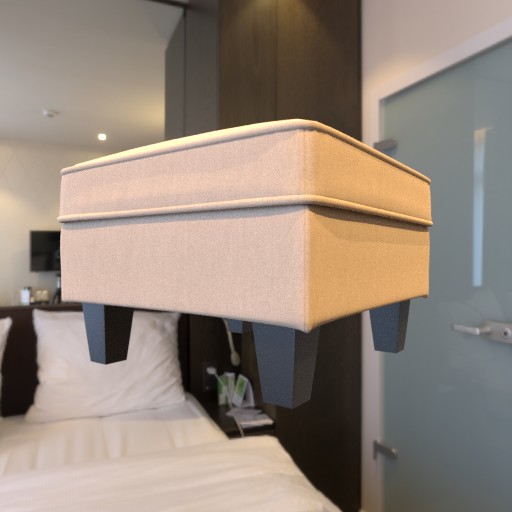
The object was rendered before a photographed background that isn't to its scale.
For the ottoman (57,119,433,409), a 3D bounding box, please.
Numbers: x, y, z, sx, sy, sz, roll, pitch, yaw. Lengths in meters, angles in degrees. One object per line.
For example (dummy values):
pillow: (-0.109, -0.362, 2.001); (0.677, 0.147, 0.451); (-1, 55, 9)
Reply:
ottoman: (0.000, 0.000, 0.979); (0.616, 0.438, 0.613); (0, 0, 36)
